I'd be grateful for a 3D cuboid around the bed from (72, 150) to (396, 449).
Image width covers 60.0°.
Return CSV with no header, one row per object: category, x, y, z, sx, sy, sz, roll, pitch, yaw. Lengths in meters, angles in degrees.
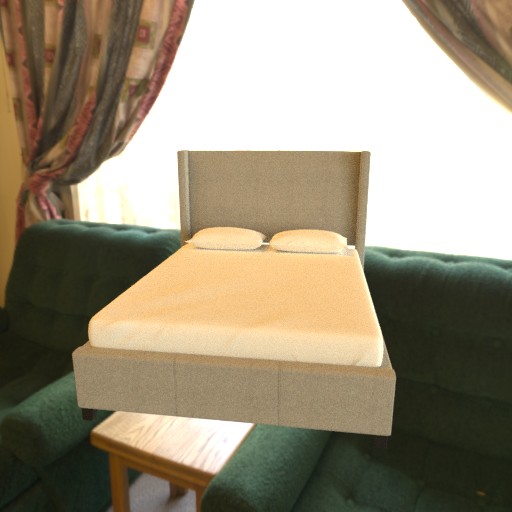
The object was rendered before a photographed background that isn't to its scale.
bed,0.000,0.000,3.325,1.774,1.491,2.222,2,15,8
